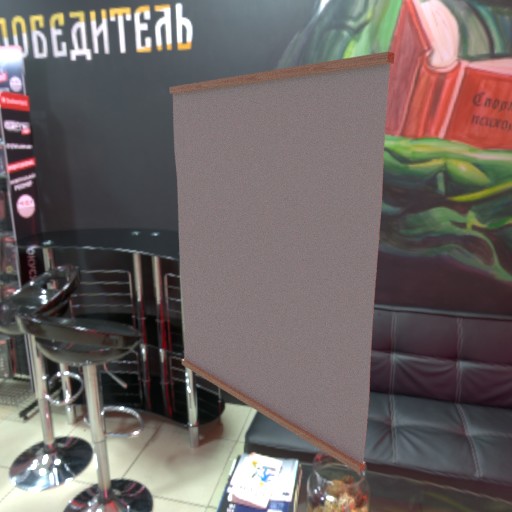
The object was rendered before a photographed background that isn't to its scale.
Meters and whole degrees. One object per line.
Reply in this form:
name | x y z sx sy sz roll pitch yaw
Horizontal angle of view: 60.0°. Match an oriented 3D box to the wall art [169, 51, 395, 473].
wall art | 0.000 0.000 0.662 0.013 0.508 0.406 -13 19 -42
